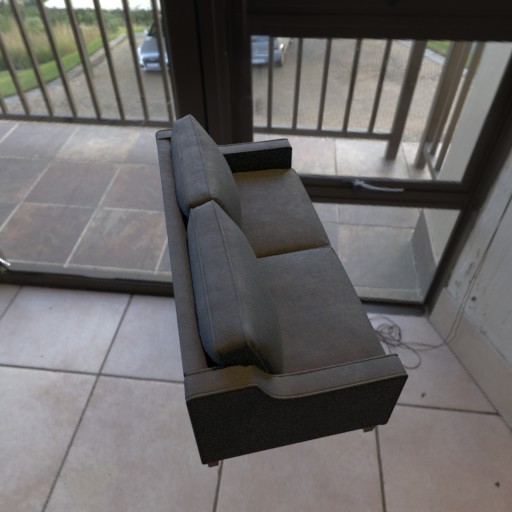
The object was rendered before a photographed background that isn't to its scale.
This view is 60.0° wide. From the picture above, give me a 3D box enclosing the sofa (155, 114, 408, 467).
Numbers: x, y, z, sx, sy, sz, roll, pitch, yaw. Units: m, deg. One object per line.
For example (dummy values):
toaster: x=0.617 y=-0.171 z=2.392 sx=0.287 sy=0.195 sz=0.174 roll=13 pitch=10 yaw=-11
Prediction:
sofa: x=0.000 y=0.000 z=2.876 sx=1.066 sy=1.071 sz=2.178 roll=-9 pitch=46 yaw=-9
